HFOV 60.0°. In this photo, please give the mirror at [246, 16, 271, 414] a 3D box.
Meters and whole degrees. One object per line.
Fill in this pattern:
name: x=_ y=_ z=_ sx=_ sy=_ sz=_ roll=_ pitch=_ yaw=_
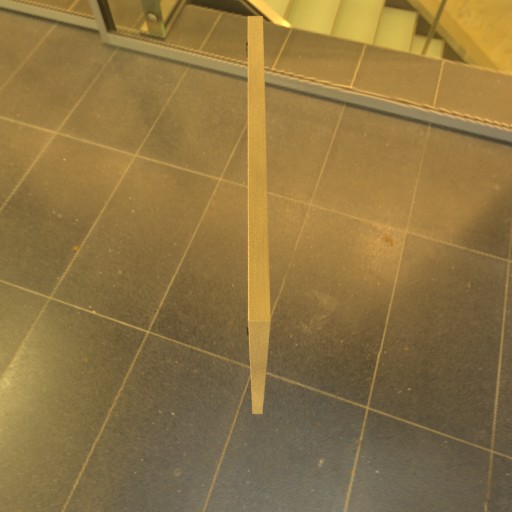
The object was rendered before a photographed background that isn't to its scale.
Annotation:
mirror: x=0.000 y=0.000 z=1.332 sx=0.040 sy=1.016 sz=0.762 roll=0 pitch=63 yaw=0
